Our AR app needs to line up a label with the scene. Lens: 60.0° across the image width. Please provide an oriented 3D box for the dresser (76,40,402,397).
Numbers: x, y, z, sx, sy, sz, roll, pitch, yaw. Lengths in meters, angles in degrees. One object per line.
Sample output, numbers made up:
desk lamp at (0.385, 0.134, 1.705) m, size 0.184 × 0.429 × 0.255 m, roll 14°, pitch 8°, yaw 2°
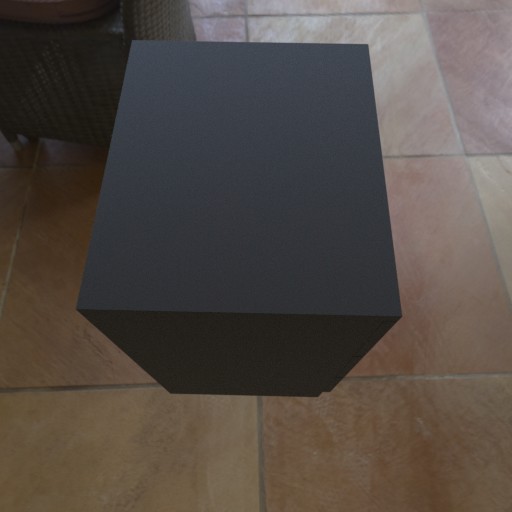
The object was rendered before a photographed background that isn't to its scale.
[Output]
dresser at (0.000, 0.000, 0.791) m, size 0.360 × 0.560 × 0.400 m, roll 1°, pitch 64°, yaw 1°
